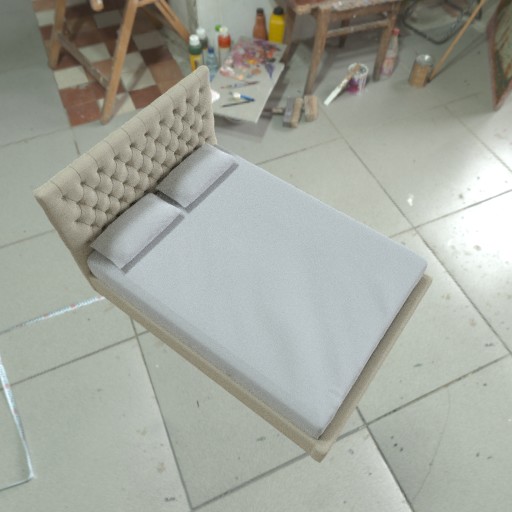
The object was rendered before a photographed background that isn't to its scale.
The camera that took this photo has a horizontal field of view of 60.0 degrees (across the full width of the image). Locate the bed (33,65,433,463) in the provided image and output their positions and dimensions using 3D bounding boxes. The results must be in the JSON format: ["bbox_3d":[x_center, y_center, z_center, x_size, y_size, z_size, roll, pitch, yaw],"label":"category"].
[{"bbox_3d":[0.000,0.000,3.400,2.387,1.427,1.698,32,63,19],"label":"bed"}]
